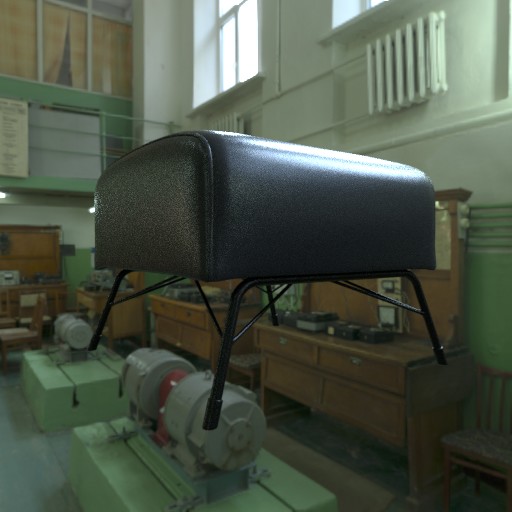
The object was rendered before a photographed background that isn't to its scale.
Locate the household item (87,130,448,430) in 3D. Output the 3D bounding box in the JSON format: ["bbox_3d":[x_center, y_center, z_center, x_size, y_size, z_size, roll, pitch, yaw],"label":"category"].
[{"bbox_3d":[0.000,0.000,0.901,0.530,0.410,0.530,-1,1,-36],"label":"household item"}]
